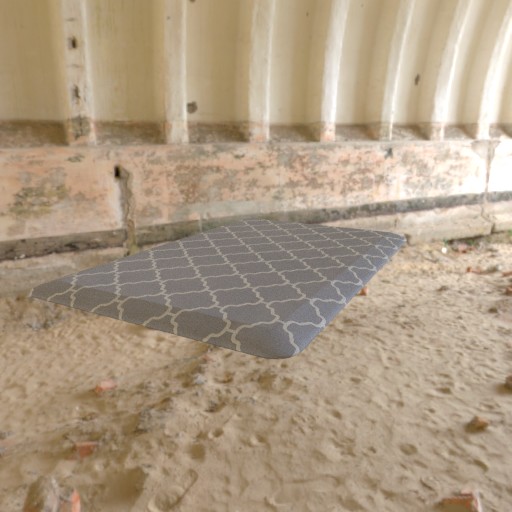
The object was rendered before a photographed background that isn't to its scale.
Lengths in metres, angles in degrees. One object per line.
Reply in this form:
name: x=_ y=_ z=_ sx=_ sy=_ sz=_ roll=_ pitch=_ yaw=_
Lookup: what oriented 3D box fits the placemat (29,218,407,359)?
placemat: x=0.000 y=0.000 z=0.962 sx=0.508 sy=0.021 sz=0.762 roll=8 pitch=17 yaw=28
